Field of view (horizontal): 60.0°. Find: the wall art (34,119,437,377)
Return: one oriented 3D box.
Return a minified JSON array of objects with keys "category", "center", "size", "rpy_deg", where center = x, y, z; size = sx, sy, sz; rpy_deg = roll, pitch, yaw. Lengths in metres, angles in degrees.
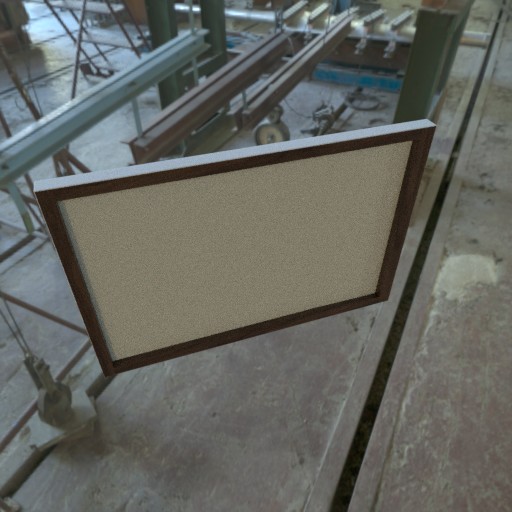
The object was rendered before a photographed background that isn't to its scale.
[{"category":"wall art","center":[0.000,0.000,1.462],"size":[1.138,0.761,0.051],"rpy_deg":[-13,42,-14]}]
